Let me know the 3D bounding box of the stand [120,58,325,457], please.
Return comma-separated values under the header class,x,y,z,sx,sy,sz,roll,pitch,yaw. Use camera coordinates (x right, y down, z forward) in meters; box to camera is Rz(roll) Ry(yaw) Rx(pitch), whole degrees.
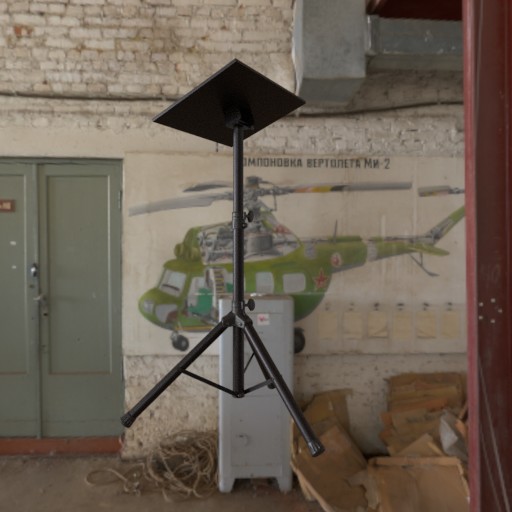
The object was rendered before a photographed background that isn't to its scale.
class,x,y,z,sx,sy,sz,roll,pitch,yaw
stand,0.000,0.000,1.636,0.702,1.198,0.702,0,1,34
